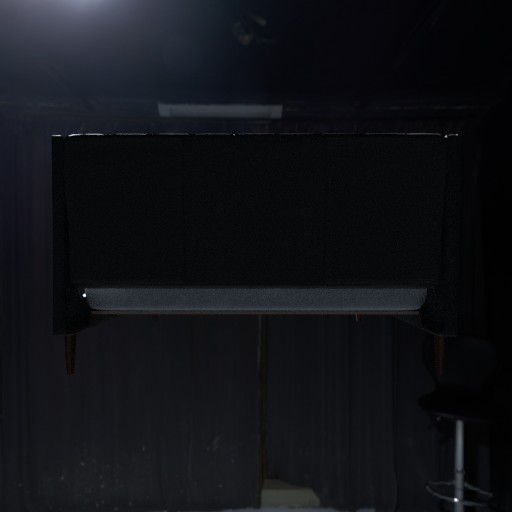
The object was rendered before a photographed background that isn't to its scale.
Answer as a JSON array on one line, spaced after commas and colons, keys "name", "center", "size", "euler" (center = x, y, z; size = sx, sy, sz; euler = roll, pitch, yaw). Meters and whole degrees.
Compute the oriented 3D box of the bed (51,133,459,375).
[{"name": "bed", "center": [0.000, 0.000, 2.473], "size": [1.531, 0.933, 1.638], "euler": [0, 0, 0]}]
